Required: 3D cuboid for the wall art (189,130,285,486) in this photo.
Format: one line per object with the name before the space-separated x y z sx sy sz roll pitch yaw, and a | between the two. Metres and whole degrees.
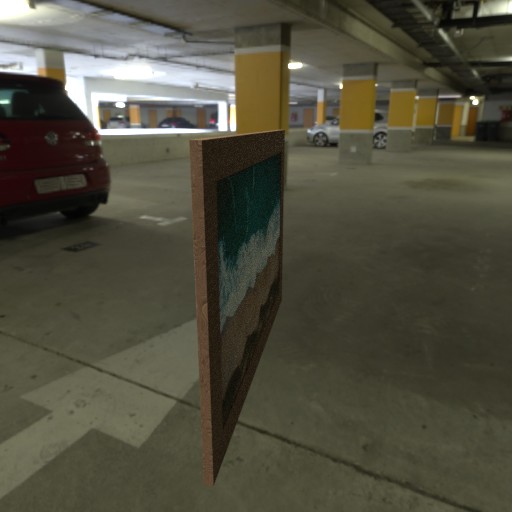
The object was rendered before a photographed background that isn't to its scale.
wall art | 0.000 0.000 1.170 0.019 0.626 0.917 3 17 11
